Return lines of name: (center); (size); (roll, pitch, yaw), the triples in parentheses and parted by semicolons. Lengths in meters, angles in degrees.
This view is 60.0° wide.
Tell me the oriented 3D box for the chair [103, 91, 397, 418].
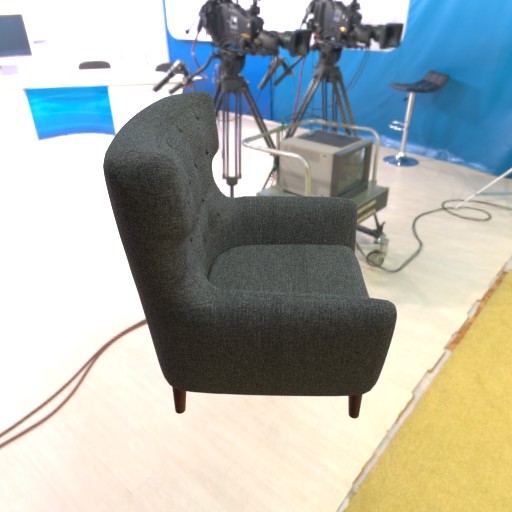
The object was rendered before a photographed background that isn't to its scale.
chair: (0.000, 0.000, 1.715); (0.904, 1.063, 0.878); (1, 31, 2)
